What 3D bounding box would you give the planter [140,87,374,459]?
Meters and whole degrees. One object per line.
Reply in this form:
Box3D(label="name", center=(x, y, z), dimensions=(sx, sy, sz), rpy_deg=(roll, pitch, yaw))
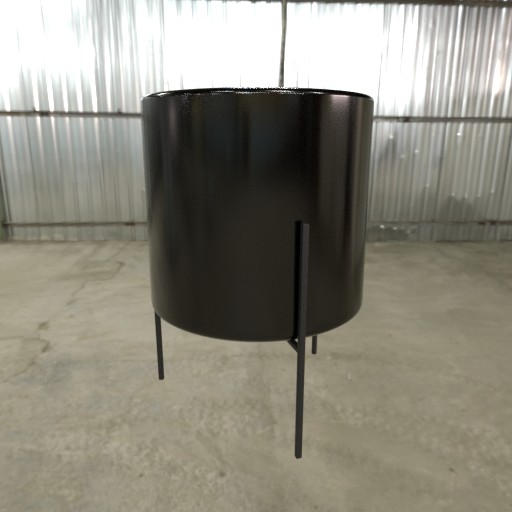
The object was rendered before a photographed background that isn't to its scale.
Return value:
Box3D(label="planter", center=(0.000, 0.000, 0.644), dimensions=(0.310, 0.432, 0.310), rpy_deg=(7, 17, 26))
